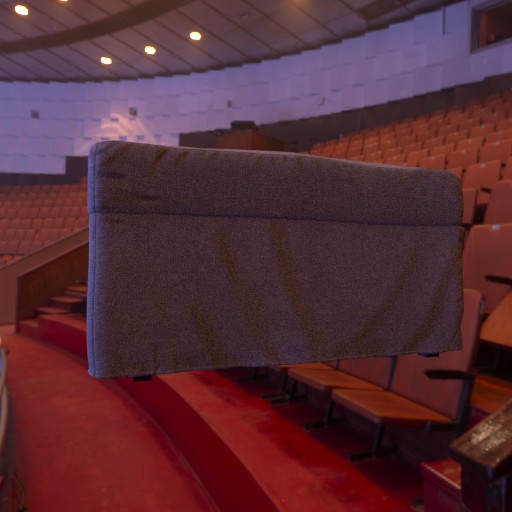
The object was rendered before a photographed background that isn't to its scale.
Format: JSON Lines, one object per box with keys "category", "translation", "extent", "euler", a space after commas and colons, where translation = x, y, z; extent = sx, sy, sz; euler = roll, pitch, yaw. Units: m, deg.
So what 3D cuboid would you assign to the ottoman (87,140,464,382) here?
{"category": "ottoman", "translation": [0.000, 0.000, 1.199], "extent": [0.833, 0.492, 0.652], "euler": [0, -1, -19]}
